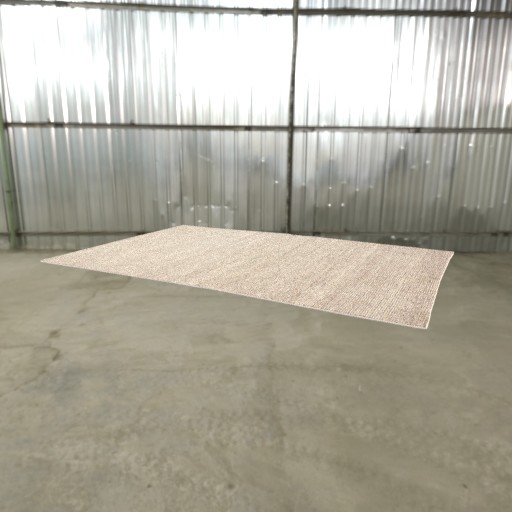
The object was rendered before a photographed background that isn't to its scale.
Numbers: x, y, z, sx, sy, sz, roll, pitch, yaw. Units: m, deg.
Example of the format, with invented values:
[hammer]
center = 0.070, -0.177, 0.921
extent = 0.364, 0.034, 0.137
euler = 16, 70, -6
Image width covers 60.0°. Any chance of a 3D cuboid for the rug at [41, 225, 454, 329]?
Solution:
[rug]
center = 0.000, 0.000, 2.260
extent = 1.792, 0.021, 1.154
euler = 7, 16, 27
